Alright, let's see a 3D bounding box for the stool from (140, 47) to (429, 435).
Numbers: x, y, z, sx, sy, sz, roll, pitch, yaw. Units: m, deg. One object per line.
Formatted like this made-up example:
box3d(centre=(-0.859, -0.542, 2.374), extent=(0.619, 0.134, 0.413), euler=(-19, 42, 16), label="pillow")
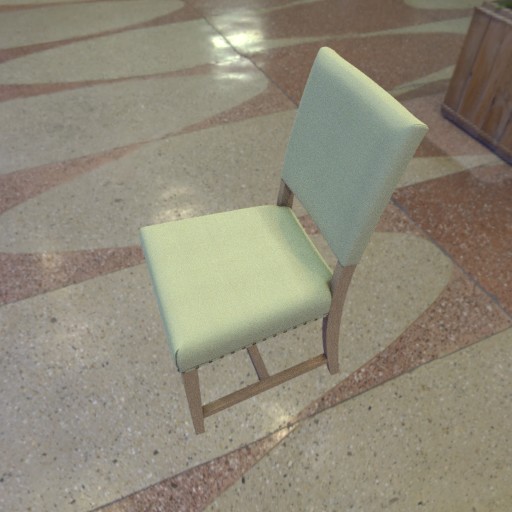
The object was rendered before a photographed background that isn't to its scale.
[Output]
box3d(centre=(0.000, 0.000, 1.323), extent=(0.623, 0.986, 0.508), euler=(-15, 48, -14), label="stool")
